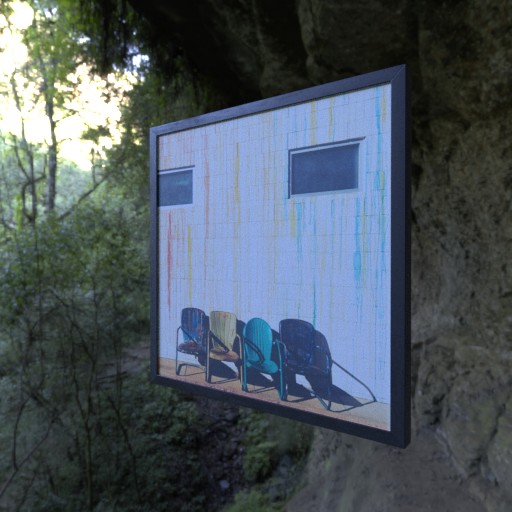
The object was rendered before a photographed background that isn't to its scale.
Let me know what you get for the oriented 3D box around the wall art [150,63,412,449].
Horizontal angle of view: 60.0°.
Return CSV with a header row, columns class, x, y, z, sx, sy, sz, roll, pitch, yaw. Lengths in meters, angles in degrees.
class,x,y,z,sx,sy,sz,roll,pitch,yaw
wall art,0.000,0.000,1.118,0.763,0.763,0.039,0,1,36
